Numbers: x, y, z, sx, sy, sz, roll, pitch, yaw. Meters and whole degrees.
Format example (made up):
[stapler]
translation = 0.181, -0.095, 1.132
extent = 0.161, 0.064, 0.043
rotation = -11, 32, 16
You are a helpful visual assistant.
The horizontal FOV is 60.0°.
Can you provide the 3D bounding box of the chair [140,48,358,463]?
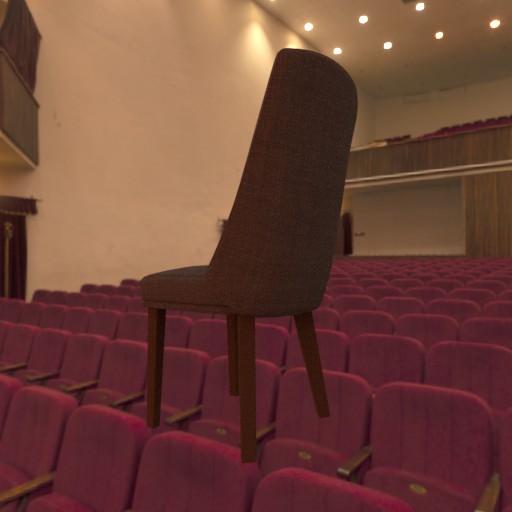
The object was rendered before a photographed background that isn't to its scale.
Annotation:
[chair]
translation = 0.000, 0.000, 1.375
extent = 0.577, 1.050, 0.510
rotation = 0, -1, 37
